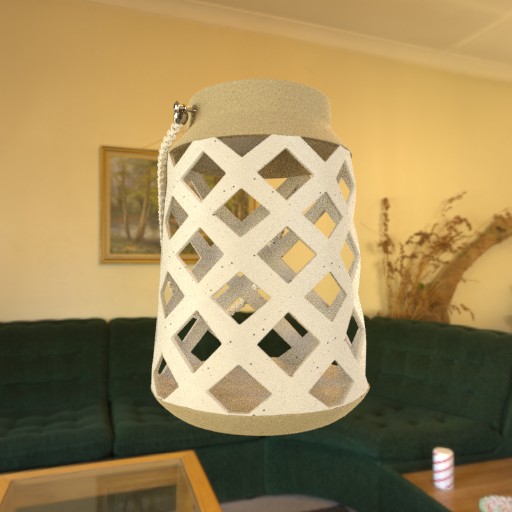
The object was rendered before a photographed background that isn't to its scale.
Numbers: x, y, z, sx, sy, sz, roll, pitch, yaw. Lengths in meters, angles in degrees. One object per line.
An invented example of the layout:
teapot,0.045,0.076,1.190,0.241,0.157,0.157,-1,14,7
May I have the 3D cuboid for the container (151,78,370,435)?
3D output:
container,0.000,0.000,0.343,0.163,0.229,0.172,1,-2,-36
